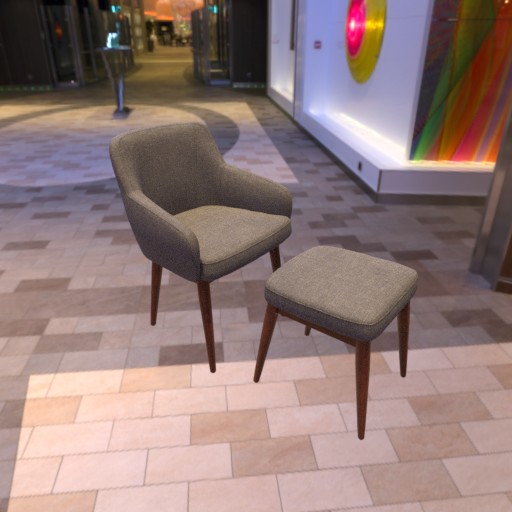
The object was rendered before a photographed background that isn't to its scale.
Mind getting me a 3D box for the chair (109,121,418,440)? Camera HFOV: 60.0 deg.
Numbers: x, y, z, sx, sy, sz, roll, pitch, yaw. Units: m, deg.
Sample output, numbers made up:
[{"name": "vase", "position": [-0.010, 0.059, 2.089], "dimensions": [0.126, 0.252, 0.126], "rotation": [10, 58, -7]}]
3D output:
[{"name": "chair", "position": [0.000, 0.000, 1.614], "dimensions": [1.107, 0.799, 0.584], "rotation": [19, 33, 33]}]
